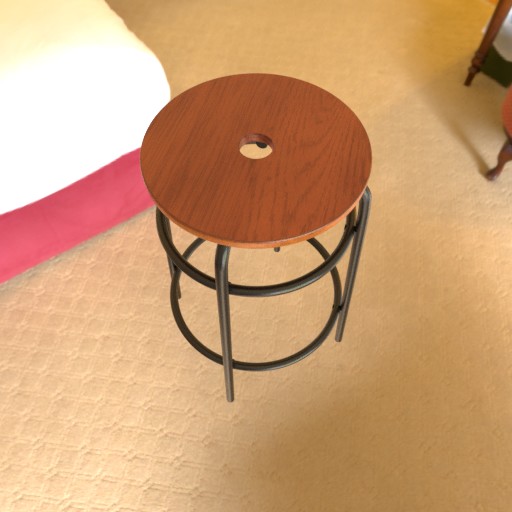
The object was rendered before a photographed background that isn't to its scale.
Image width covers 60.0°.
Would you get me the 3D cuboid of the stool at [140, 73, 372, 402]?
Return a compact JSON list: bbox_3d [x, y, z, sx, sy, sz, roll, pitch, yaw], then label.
[{"bbox_3d":[0.000,0.000,0.902,0.455,0.610,0.455,14,59,8],"label":"stool"}]
